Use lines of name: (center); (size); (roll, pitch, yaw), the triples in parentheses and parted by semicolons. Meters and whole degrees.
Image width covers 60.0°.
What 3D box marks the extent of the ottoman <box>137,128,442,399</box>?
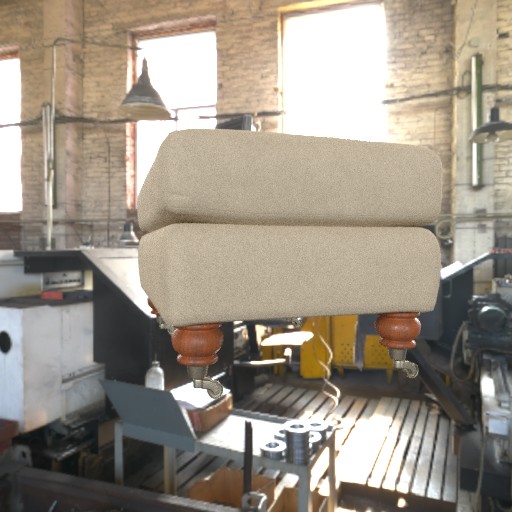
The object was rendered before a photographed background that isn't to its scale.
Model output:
ottoman: (0.000, 0.000, 1.152); (0.569, 0.504, 0.773); (0, 1, -18)
